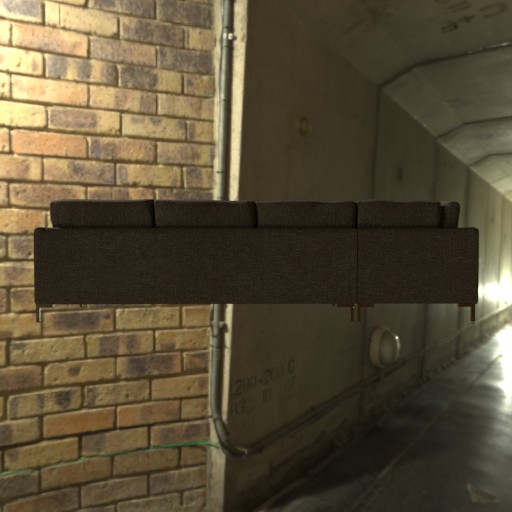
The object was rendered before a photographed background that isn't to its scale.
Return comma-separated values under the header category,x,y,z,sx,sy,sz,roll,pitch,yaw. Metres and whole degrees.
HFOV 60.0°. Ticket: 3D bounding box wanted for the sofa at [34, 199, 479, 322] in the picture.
category,x,y,z,sx,sy,sz,roll,pitch,yaw
sofa,0.000,0.000,3.861,2.949,0.815,2.007,0,1,-1
